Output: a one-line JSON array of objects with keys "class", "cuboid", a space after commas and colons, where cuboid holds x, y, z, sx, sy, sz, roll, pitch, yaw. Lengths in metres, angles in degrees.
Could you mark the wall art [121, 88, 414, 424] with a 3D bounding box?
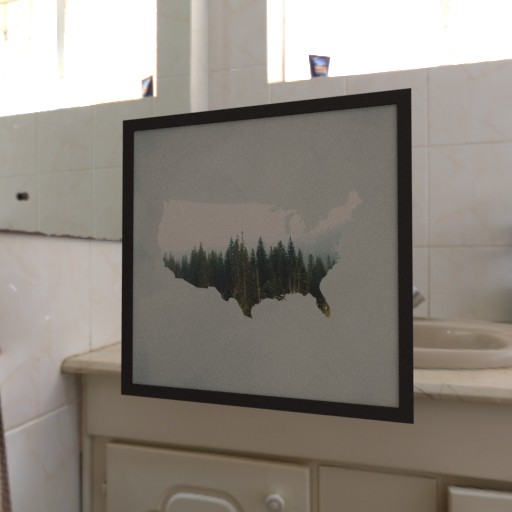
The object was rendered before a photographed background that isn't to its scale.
[{"class": "wall art", "cuboid": [0.000, 0.000, 0.765, 0.509, 0.509, 0.040, 0, -1, 17]}]
